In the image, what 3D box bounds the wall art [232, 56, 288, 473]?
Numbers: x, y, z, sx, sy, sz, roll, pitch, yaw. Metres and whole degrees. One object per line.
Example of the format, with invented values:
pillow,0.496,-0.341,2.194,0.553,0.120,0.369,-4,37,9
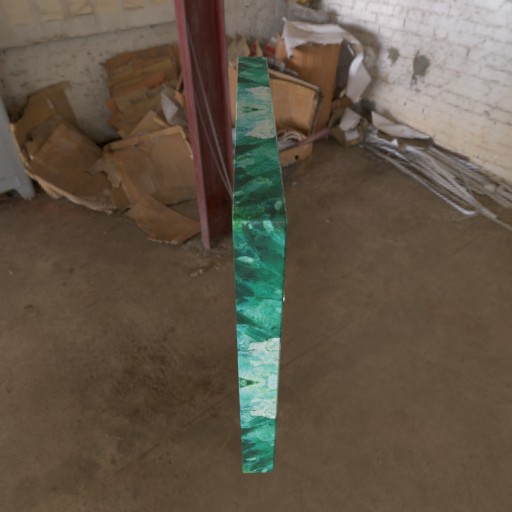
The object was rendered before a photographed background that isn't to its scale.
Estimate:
wall art,0.000,0.000,0.468,0.033,0.313,0.313,-1,40,-1
